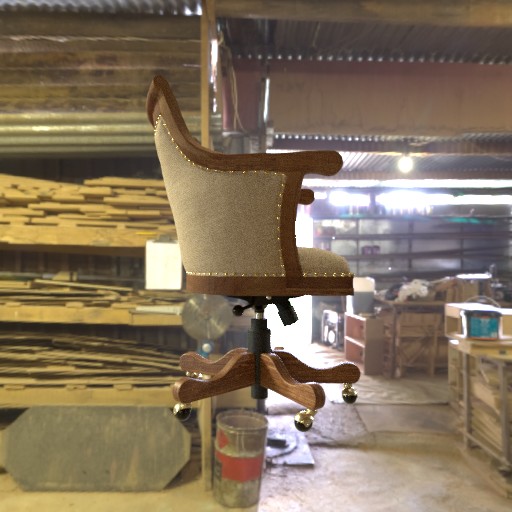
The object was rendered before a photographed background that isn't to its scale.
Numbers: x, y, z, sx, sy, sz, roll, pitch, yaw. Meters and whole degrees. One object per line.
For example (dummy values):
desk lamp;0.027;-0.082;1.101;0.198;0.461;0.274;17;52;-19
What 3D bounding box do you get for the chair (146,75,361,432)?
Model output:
chair;0.000;0.000;1.479;0.689;0.965;0.656;0;-1;1
